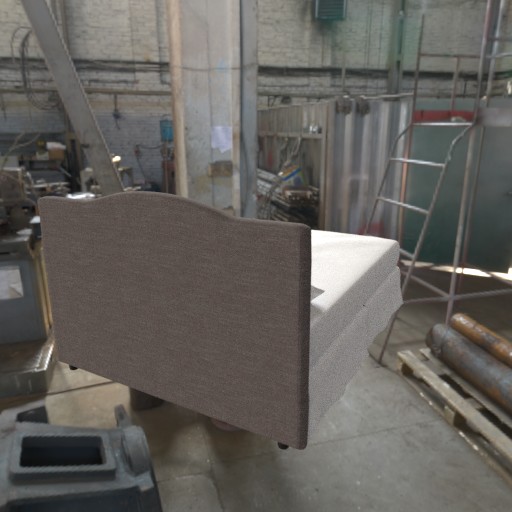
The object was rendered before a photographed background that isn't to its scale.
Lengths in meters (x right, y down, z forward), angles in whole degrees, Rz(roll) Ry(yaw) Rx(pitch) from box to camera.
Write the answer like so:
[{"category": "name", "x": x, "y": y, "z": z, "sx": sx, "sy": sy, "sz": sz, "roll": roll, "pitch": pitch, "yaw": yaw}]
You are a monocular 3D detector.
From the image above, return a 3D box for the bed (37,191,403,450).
[{"category": "bed", "x": 0.000, "y": 0.000, "z": 3.943, "sx": 2.161, "sy": 1.457, "sz": 2.689, "roll": 9, "pitch": 18, "yaw": 28}]
